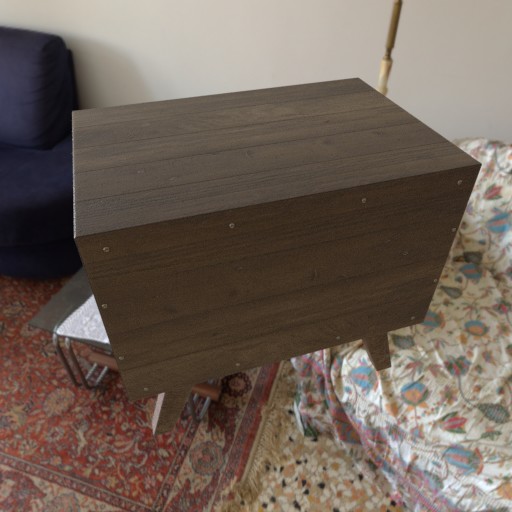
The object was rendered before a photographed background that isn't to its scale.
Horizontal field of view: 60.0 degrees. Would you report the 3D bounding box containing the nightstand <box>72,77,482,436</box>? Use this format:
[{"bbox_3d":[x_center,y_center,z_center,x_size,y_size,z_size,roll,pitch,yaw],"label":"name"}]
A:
[{"bbox_3d":[0.000,0.000,1.019,0.650,0.599,0.450,-12,42,-13],"label":"nightstand"}]
